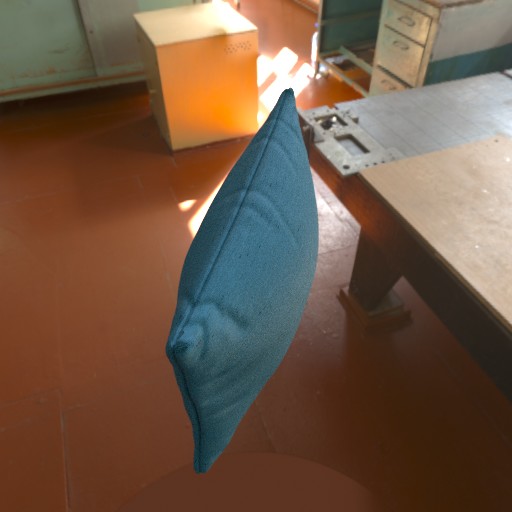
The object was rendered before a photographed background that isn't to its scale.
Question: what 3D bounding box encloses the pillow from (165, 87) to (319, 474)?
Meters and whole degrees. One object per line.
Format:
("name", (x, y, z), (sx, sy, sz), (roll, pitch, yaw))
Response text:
("pillow", (0.000, 0.000, 0.773), (0.210, 0.338, 0.633), (10, 45, 10))
